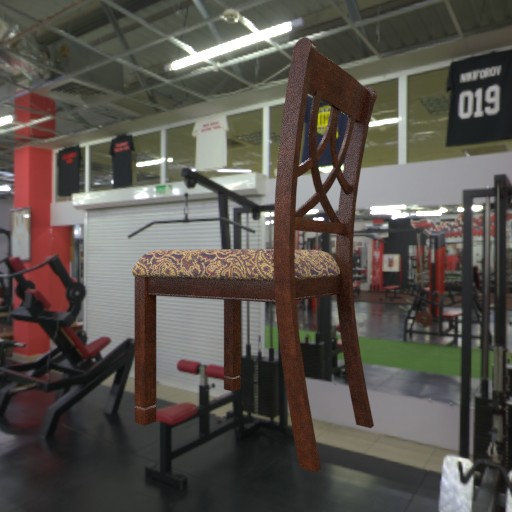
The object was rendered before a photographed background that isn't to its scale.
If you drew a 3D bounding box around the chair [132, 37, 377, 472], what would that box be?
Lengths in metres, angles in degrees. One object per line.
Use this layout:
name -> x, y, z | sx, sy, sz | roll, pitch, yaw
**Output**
chair -> 0.000, 0.000, 1.297 | 0.584, 0.965, 0.457 | 0, 0, 36
